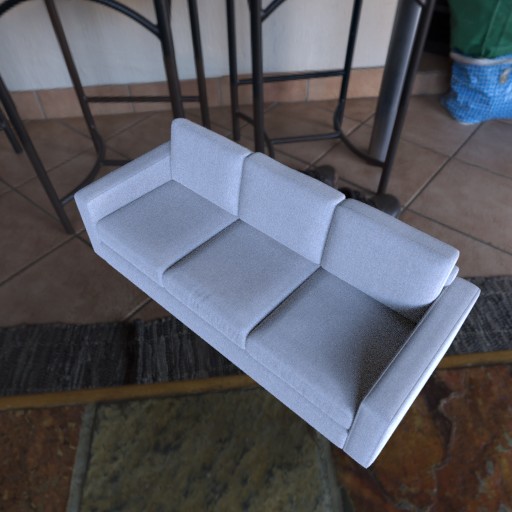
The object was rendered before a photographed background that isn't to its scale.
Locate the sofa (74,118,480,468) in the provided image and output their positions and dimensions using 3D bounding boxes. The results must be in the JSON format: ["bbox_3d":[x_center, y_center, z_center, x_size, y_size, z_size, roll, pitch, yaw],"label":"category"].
[{"bbox_3d":[0.000,0.000,2.481,2.120,0.800,0.900,32,55,27],"label":"sofa"}]
